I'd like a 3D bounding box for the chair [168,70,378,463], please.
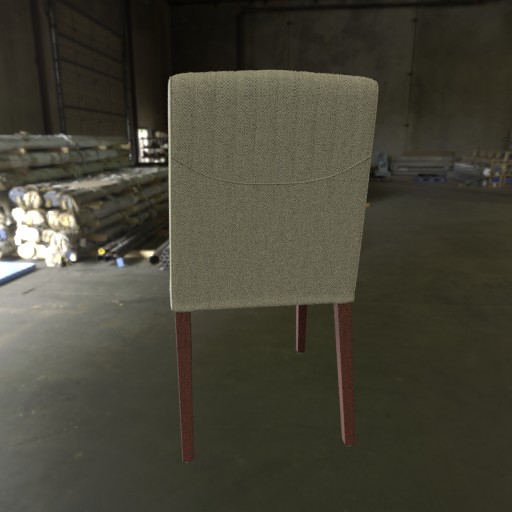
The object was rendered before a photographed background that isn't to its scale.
[{"bbox_3d":[0.000,0.000,1.250,0.480,0.900,0.594,-2,15,-8],"label":"chair"}]
